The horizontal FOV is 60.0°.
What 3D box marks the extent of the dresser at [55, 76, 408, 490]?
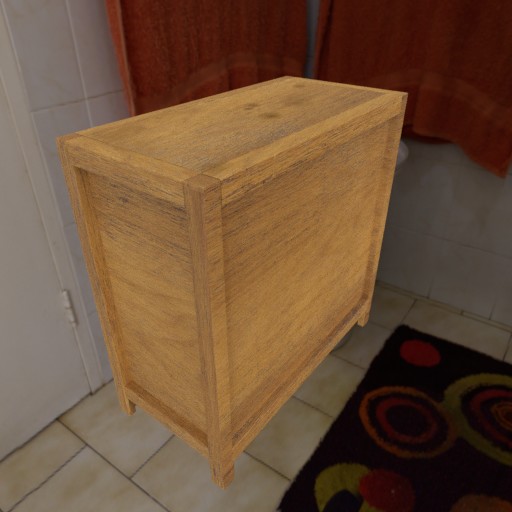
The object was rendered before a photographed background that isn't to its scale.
[{"bbox_3d":[0.000,0.000,1.252,0.427,0.804,0.804,22,39,31],"label":"dresser"}]
